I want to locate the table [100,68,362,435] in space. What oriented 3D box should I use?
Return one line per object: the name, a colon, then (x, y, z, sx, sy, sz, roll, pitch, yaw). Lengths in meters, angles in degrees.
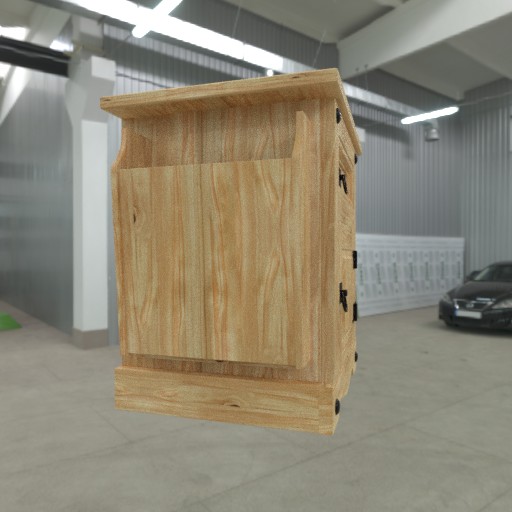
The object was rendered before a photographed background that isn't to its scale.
table: (0.000, 0.000, 0.881, 0.380, 0.515, 0.530, 0, 0, 17)
